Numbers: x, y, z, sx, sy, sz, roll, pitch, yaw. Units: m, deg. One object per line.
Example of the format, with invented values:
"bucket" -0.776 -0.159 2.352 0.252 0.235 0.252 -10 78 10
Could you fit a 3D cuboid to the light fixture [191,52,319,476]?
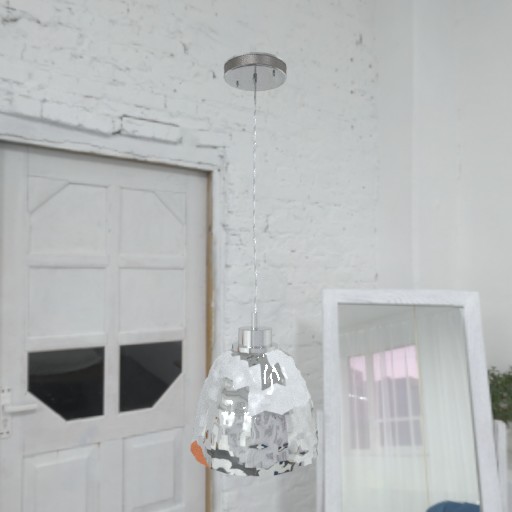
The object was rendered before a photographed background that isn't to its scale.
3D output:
"light fixture" 0.000 0.000 1.762 0.496 1.511 0.500 -1 -1 36
